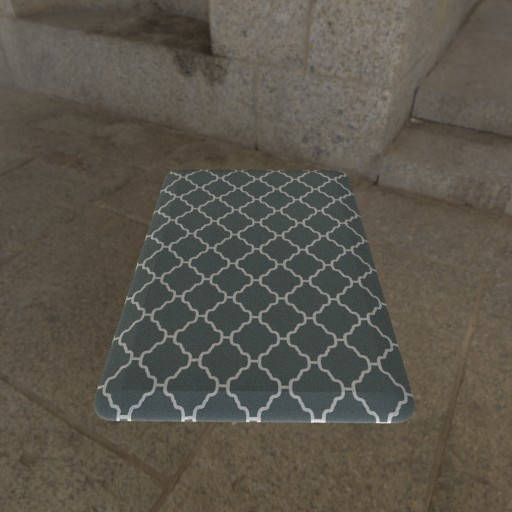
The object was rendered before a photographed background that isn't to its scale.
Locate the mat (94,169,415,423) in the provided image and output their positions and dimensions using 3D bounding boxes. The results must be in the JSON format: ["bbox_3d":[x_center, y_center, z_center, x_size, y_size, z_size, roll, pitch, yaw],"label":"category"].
[{"bbox_3d":[0.000,0.000,0.961,0.508,0.021,0.762,0,40,0],"label":"mat"}]
